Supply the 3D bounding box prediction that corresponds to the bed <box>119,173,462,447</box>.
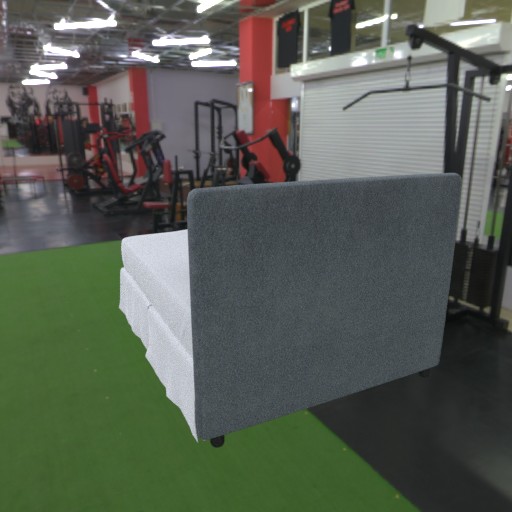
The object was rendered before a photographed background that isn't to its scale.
[{"bbox_3d":[0.000,0.000,3.283,1.713,1.330,2.142,-8,18,-26],"label":"bed"}]
